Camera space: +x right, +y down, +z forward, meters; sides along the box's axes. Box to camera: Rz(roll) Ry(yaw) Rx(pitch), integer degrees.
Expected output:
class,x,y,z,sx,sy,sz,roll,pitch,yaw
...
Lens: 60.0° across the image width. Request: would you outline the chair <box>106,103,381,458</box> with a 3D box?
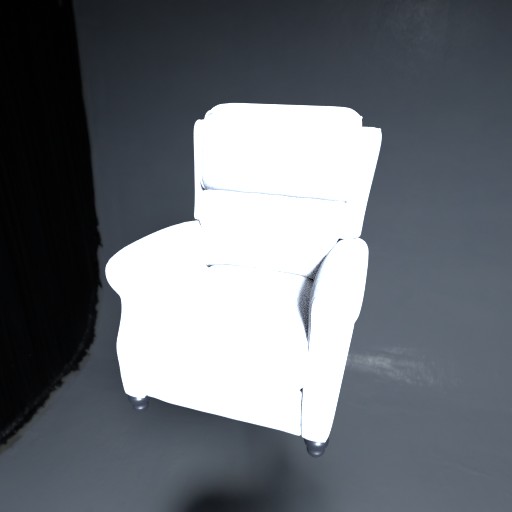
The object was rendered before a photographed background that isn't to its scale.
class,x,y,z,sx,sy,sz,roll,pitch,yaw
chair,0.000,0.000,1.723,0.859,1.046,0.919,8,26,16
